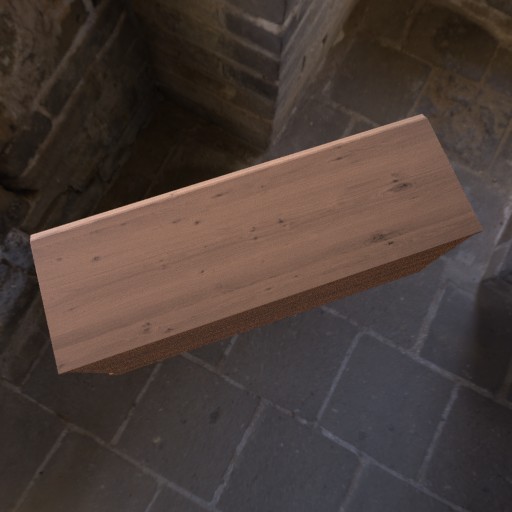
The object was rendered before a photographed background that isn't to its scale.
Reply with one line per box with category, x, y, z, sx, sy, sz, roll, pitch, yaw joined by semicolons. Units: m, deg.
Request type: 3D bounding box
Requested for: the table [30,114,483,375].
table;0.000;0.000;1.478;1.200;0.510;0.400;-18;76;-5
